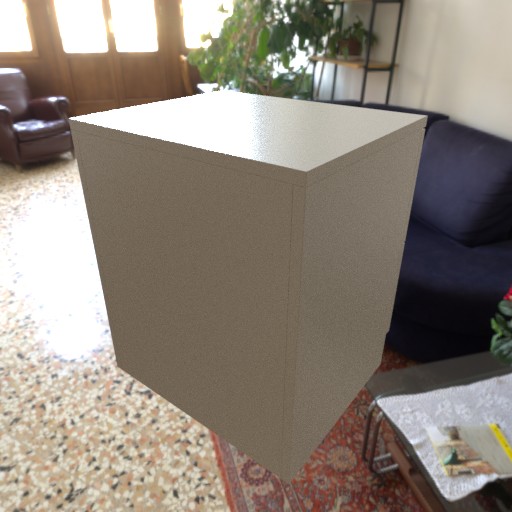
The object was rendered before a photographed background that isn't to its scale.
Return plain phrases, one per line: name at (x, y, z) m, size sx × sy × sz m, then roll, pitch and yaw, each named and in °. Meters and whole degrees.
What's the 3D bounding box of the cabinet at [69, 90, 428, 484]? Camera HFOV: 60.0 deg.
cabinet at (0.000, 0.000, 0.764) m, size 0.400 × 0.470 × 0.360 m, roll 20°, pitch 35°, yaw 33°
